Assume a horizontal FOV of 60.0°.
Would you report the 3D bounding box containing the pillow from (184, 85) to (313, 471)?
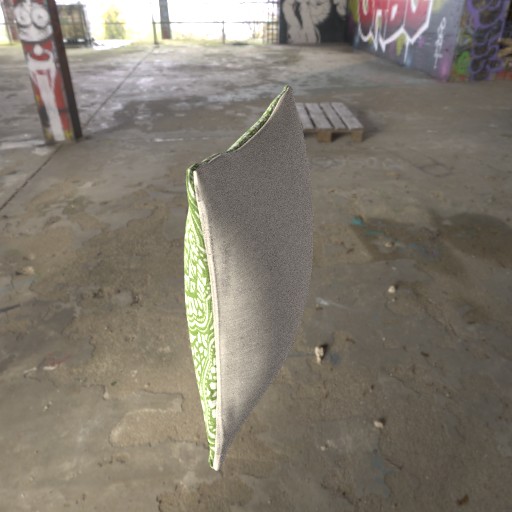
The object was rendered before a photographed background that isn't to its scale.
[{"bbox_3d":[0.000,0.000,0.666,0.162,0.419,0.440,8,32,13],"label":"pillow"}]
